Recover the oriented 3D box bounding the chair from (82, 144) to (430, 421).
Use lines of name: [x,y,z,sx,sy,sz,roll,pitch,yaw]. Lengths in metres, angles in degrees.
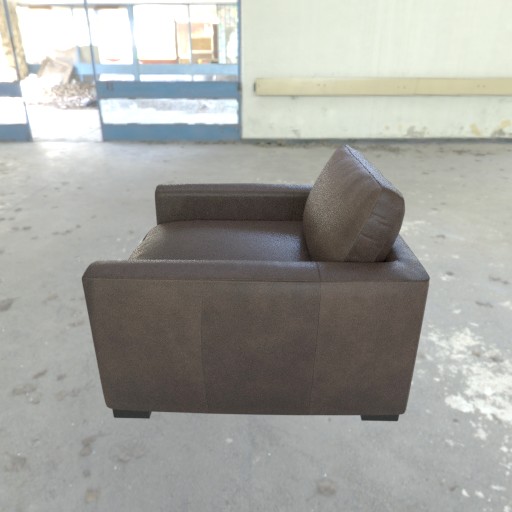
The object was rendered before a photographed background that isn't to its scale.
chair: [0.000,0.000,1.853,1.069,0.812,1.100,1,24,1]
